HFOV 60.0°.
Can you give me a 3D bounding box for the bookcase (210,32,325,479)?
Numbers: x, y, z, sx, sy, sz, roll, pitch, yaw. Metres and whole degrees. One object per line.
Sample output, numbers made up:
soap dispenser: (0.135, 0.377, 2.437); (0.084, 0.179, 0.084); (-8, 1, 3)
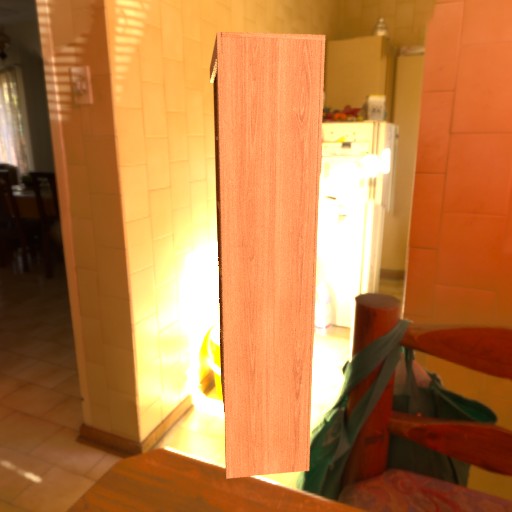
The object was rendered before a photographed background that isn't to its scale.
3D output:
bookcase: (0.000, 0.000, 2.414); (0.420, 2.020, 0.950); (-2, 15, -7)
